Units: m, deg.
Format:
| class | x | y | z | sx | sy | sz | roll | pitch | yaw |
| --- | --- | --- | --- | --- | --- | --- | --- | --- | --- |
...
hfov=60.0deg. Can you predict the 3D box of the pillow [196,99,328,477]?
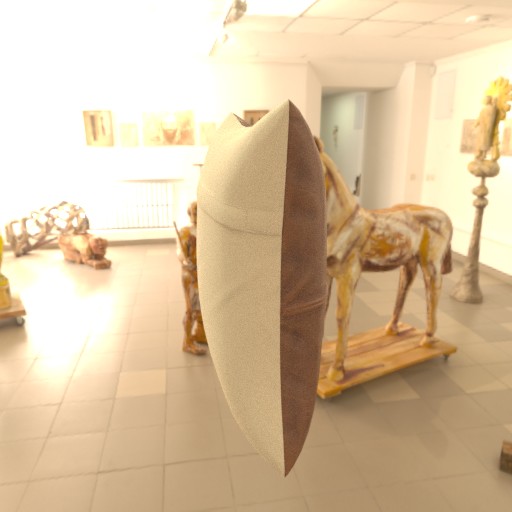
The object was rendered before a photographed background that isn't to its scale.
| class | x | y | z | sx | sy | sz | roll | pitch | yaw |
| --- | --- | --- | --- | --- | --- | --- | --- | --- | --- |
| pillow | 0.000 | 0.000 | 0.731 | 0.192 | 0.470 | 0.484 | -3 | 16 | -10 |
